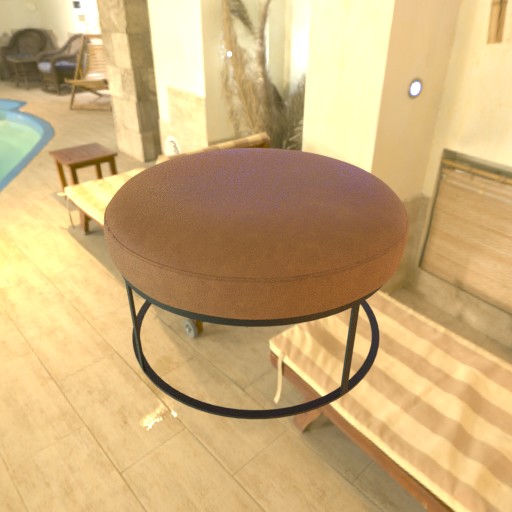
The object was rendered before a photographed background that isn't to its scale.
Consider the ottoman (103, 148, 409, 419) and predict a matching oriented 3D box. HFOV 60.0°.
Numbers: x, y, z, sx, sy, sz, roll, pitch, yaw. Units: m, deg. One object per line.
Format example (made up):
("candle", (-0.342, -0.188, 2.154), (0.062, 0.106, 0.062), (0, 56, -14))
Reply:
("ottoman", (0.000, 0.000, 1.242), (0.771, 0.460, 0.771), (0, 31, 0))
